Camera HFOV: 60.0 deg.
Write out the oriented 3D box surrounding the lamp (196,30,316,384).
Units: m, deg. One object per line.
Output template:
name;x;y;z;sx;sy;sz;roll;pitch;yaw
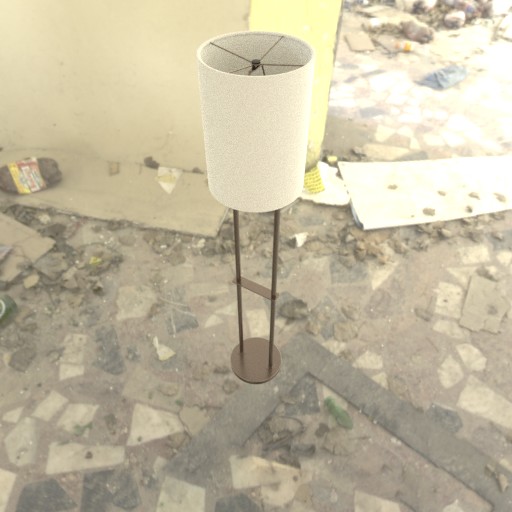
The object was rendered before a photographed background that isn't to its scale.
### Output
lamp;0.000;0.000;1.674;0.306;1.500;0.305;23;50;21
